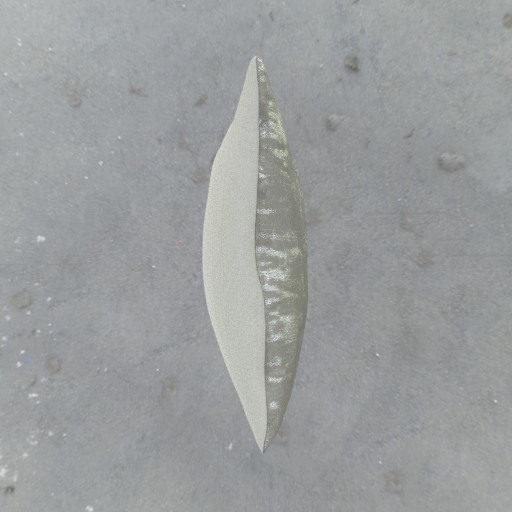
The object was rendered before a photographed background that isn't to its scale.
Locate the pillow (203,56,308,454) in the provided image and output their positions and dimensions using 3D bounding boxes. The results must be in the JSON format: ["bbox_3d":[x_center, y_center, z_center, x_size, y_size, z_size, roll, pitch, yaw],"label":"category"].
[{"bbox_3d":[0.000,0.000,0.745,0.175,0.464,0.470,0,89,0],"label":"pillow"}]
